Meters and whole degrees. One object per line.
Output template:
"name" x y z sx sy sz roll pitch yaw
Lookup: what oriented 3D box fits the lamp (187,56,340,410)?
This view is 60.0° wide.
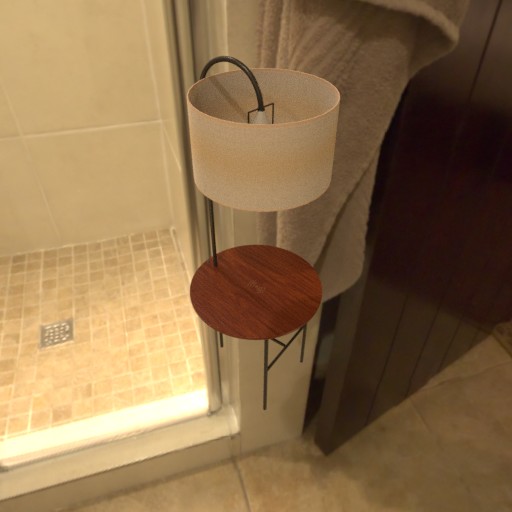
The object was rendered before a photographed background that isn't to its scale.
"lamp" 0.000 0.000 1.817 0.573 1.517 0.573 0 40 0
